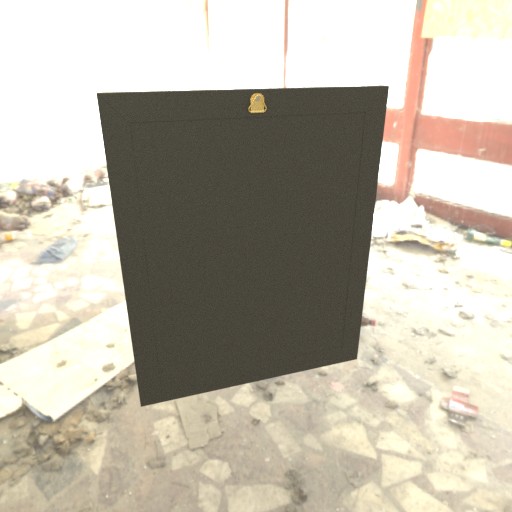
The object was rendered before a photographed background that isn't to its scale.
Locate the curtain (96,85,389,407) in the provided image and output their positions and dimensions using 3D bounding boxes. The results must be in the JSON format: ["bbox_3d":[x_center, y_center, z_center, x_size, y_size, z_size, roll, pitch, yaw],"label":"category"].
[{"bbox_3d":[0.000,0.000,0.828,0.483,0.585,0.027,-8,26,-16],"label":"curtain"}]
